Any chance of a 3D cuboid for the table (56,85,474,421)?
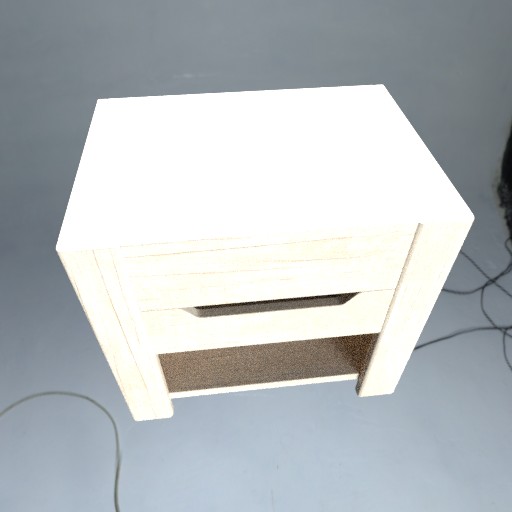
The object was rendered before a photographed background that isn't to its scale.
[{"bbox_3d":[0.000,0.000,0.920,0.570,0.510,0.420,-5,46,-4],"label":"table"}]
